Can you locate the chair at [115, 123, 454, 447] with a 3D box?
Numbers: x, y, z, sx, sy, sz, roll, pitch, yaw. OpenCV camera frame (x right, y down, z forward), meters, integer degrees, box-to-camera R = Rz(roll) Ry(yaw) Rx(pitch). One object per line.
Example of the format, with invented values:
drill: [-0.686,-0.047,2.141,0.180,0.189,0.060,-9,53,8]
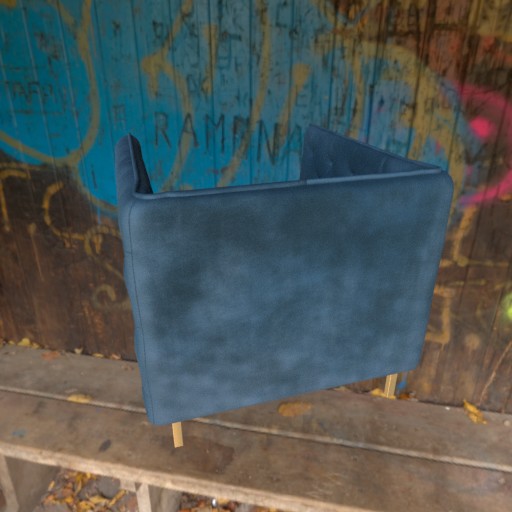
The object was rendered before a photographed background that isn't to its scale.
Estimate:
chair: [0.000,0.000,1.543,0.868,0.771,0.877,-7,27,-15]
